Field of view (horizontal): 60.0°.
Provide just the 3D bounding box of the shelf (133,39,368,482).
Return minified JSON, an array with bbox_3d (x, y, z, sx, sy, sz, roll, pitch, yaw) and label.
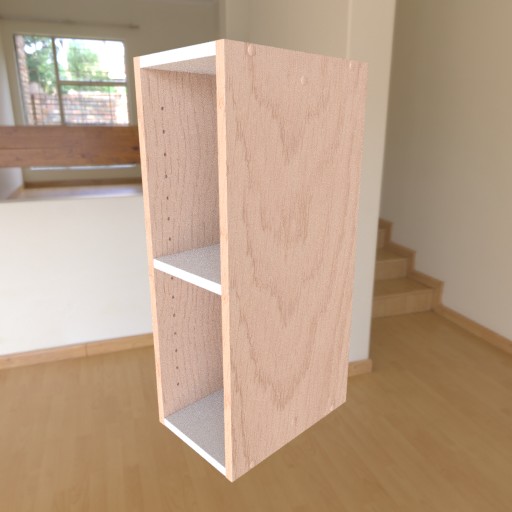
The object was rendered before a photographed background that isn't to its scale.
[{"bbox_3d":[0.000,0.000,0.737,0.290,0.600,0.200,-15,22,-42],"label":"shelf"}]
